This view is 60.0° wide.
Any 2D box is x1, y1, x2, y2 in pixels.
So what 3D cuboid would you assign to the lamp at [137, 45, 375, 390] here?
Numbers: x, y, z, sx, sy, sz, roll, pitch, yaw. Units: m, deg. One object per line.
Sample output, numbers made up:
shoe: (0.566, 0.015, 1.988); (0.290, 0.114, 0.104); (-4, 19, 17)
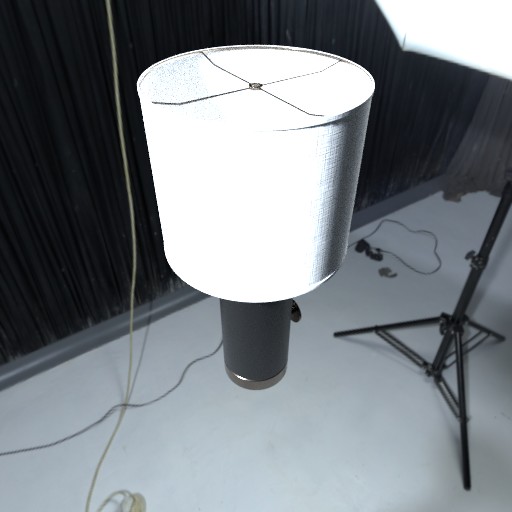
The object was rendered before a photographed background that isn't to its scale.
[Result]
lamp: (0.000, 0.000, 0.613); (0.240, 0.482, 0.241); (-23, 45, -25)
